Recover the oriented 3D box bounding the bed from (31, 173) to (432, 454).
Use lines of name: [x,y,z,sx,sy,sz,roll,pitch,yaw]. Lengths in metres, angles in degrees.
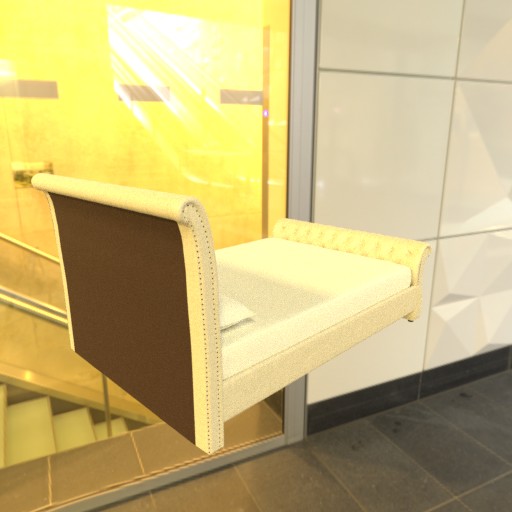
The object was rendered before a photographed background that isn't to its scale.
bed: [0.000,0.000,3.303,1.606,1.268,2.493,15,21,43]
